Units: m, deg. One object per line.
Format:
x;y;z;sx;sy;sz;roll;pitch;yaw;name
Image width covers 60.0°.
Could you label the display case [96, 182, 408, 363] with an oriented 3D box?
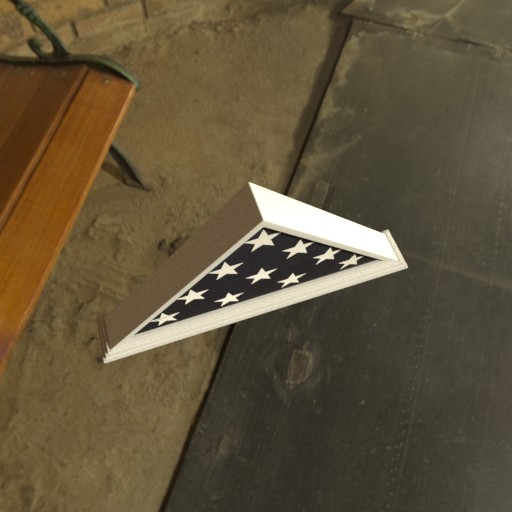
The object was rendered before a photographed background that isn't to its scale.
0.000;0.000;0.757;0.640;0.340;0.095;-16;65;-8;display case
